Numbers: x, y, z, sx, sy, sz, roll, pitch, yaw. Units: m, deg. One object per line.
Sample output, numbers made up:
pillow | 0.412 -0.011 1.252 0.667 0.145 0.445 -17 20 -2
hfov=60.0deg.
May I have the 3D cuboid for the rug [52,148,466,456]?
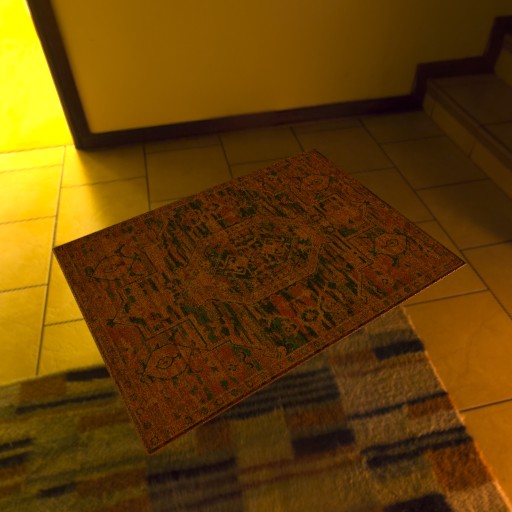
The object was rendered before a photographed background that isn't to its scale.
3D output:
rug | 0.000 0.000 2.894 2.204 0.024 1.588 -25 51 -22
